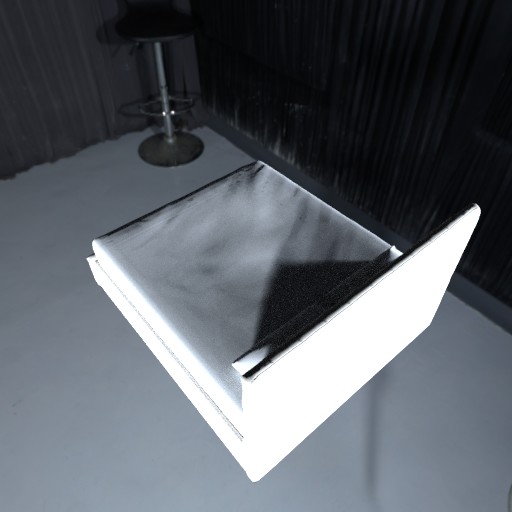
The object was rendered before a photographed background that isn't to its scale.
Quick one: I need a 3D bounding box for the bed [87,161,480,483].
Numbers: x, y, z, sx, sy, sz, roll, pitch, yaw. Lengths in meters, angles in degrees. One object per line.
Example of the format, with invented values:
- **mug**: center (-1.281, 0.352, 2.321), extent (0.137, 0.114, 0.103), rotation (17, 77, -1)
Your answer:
- **bed**: center (0.000, 0.000, 3.670), extent (2.078, 1.427, 2.387), rotation (-31, 54, -27)
